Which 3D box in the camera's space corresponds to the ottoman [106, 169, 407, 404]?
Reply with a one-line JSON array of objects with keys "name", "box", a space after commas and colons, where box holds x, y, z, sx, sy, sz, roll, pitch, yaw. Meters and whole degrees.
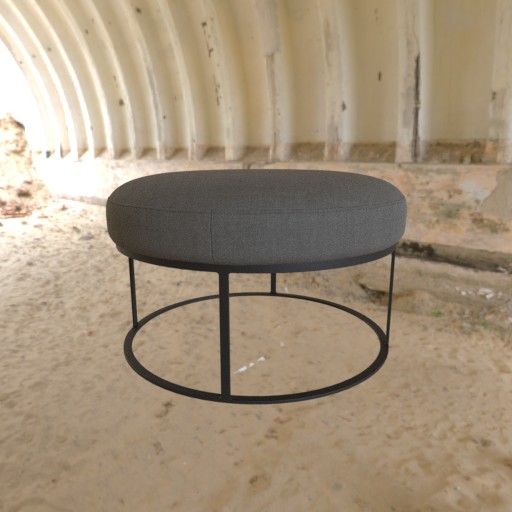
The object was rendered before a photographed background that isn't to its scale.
[{"name": "ottoman", "box": [0.000, 0.000, 1.219, 0.772, 0.460, 0.772, 0, 13, 0]}]
